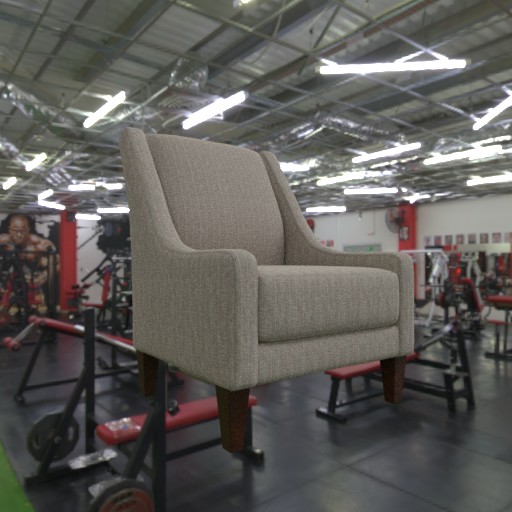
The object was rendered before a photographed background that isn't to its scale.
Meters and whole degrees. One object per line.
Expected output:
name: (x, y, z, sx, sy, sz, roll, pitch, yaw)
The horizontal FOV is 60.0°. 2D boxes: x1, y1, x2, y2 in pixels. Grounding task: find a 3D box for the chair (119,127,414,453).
chair: (0.000, 0.000, 1.641, 0.774, 1.014, 0.870, 0, 0, -36)
